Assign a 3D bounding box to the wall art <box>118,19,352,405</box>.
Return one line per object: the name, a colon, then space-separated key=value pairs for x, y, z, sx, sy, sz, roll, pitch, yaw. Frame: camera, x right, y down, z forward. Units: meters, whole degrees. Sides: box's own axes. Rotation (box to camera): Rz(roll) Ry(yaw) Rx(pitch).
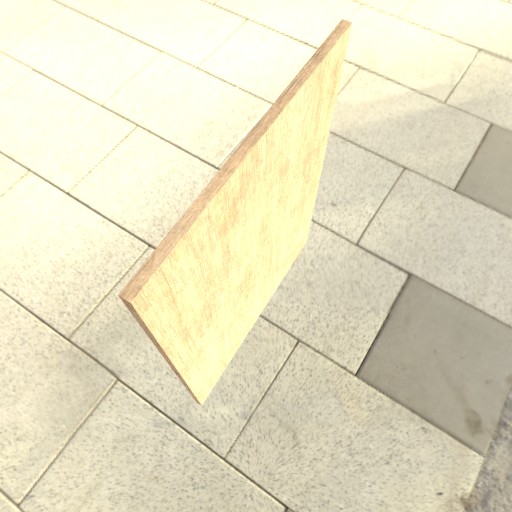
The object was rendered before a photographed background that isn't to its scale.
wall art: x=0.000 y=0.000 z=0.877 sx=0.018 sy=0.686 sz=0.534 roll=29 pitch=66 yaw=14
